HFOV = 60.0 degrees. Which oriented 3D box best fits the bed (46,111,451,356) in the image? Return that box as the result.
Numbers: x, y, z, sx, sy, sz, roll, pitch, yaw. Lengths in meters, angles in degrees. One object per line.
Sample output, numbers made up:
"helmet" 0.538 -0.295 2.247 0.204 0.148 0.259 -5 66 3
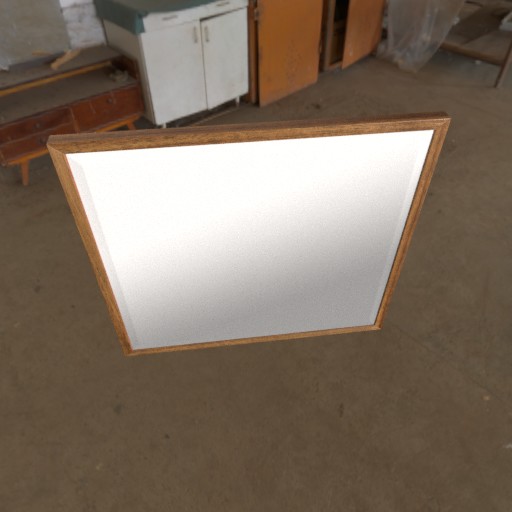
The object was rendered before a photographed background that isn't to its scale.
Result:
"bed" 0.000 0.000 1.475 1.041 0.940 0.043 -5 45 -5
